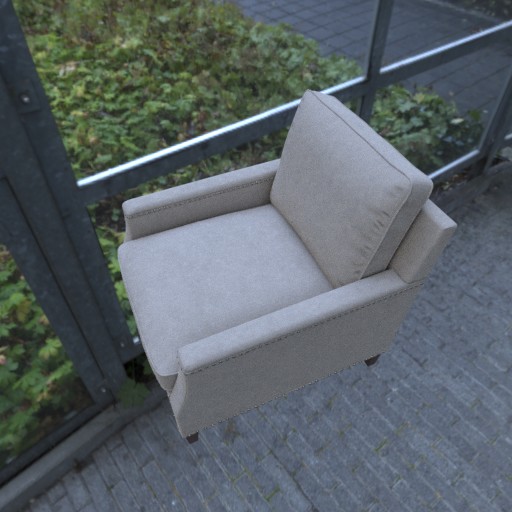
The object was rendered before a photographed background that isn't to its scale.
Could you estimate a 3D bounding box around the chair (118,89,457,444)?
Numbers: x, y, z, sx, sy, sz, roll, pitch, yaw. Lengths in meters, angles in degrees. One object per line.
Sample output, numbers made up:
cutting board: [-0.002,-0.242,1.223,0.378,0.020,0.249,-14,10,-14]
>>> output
chair: [0.000,0.000,1.737,1.014,0.943,0.853,-18,49,-16]
